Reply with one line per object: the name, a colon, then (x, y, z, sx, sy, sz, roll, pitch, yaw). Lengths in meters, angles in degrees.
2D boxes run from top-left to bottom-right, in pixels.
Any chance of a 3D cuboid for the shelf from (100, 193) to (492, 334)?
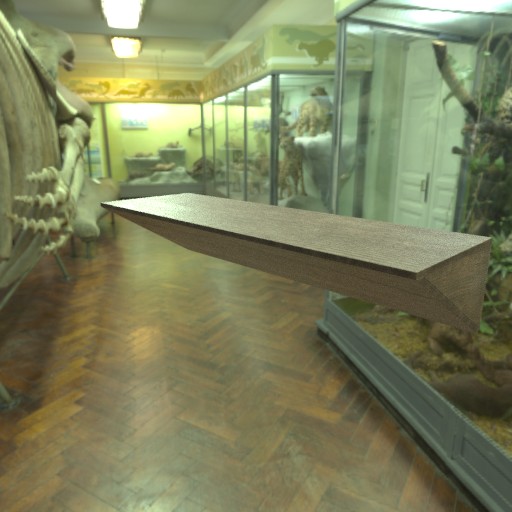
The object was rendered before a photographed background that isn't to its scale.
shelf: (0.000, 0.000, 0.693, 0.610, 0.125, 0.200, 15, 21, 43)
